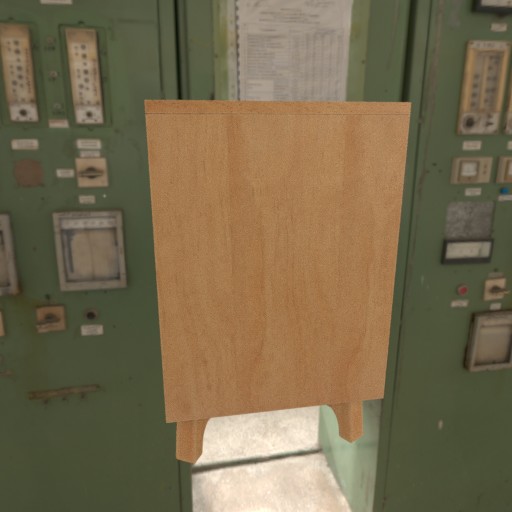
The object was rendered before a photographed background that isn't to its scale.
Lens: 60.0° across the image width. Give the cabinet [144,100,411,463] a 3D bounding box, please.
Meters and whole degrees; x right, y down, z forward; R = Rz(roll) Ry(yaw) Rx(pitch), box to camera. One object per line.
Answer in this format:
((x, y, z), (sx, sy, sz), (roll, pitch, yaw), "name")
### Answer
((0.000, 0.000, 0.947), (0.394, 0.599, 0.551), (-3, 17, -10), "cabinet")
